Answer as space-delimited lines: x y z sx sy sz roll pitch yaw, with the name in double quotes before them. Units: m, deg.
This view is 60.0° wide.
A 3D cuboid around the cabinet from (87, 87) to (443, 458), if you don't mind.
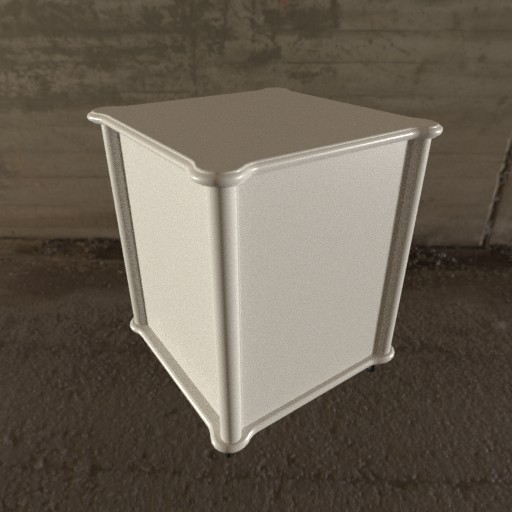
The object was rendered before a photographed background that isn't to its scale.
"cabinet" 0.000 0.000 1.231 0.628 0.761 0.627 -19 35 -30
